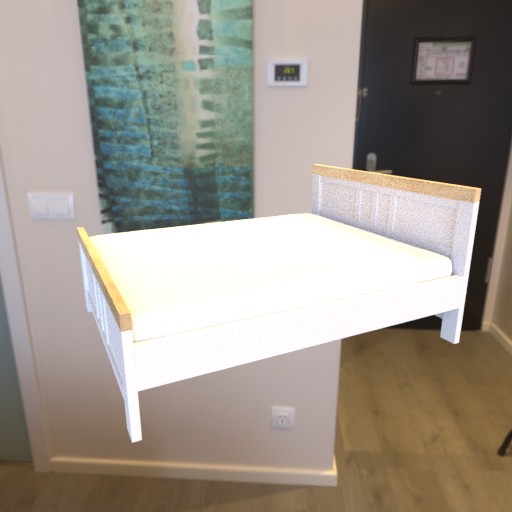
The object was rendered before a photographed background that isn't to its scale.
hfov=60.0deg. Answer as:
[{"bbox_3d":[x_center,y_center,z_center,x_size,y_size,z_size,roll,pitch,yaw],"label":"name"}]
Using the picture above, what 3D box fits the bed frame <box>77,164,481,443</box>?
[{"bbox_3d":[0.000,0.000,2.949,2.050,0.980,1.670,-8,19,-25],"label":"bed frame"}]
